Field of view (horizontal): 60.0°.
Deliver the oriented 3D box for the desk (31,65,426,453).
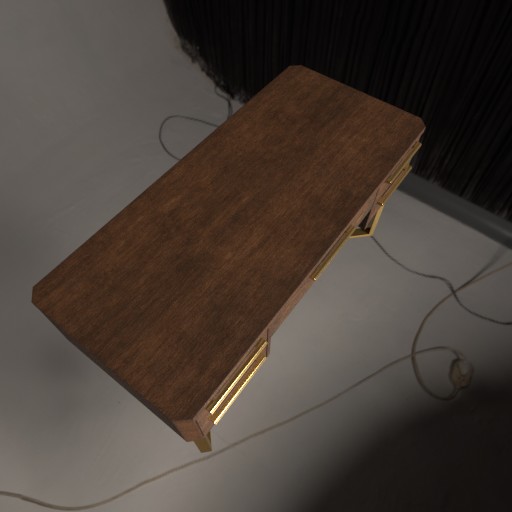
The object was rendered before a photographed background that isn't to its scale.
[{"bbox_3d":[0.000,0.000,1.895,0.684,0.762,1.479,32,63,19],"label":"desk"}]
